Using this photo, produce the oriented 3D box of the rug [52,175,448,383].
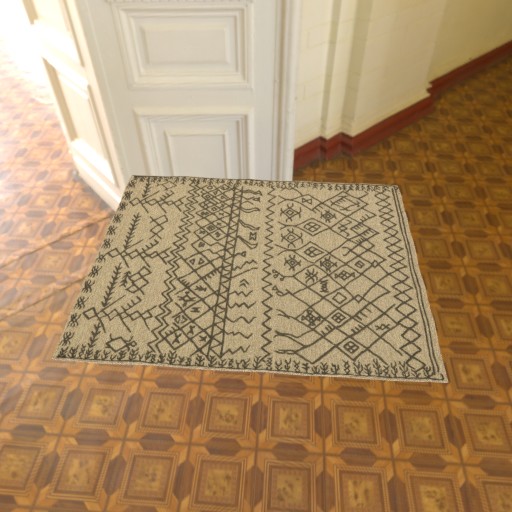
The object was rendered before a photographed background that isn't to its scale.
[{"bbox_3d":[0.000,0.000,3.381,2.455,0.025,1.964,3,46,3],"label":"rug"}]
